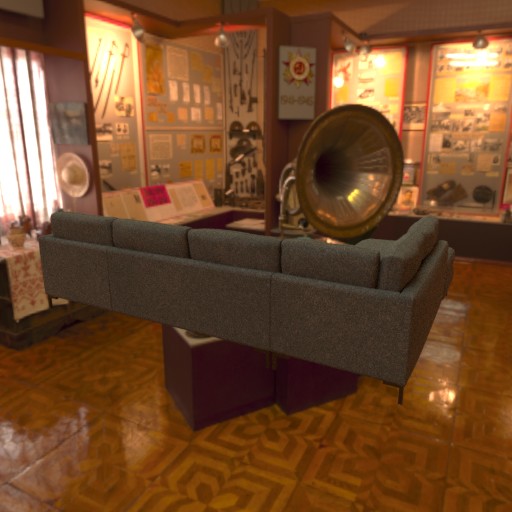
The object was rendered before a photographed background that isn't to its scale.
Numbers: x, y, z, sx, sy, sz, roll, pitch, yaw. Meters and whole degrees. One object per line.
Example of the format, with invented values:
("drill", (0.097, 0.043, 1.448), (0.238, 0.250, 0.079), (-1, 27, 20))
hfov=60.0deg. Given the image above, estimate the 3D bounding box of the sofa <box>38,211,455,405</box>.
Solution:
("sofa", (0.000, 0.000, 3.758), (2.956, 0.813, 2.007), (8, 17, 28))
